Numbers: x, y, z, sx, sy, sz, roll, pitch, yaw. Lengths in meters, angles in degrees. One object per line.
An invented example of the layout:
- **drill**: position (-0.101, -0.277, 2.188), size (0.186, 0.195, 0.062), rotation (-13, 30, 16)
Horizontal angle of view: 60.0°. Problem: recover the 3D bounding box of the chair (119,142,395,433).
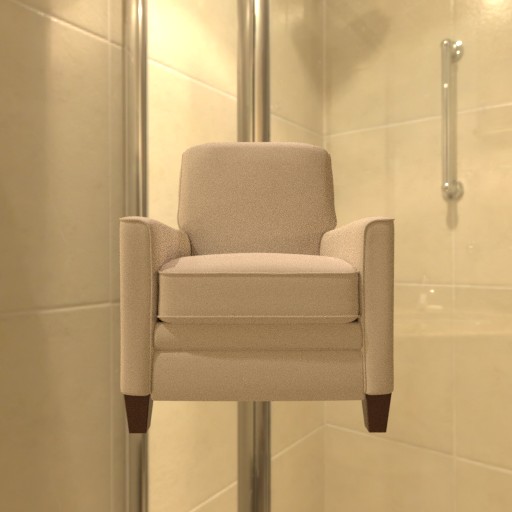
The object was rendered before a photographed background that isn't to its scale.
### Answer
- **chair**: position (0.000, 0.000, 1.661), size (0.841, 1.028, 0.858), rotation (0, 0, -1)
